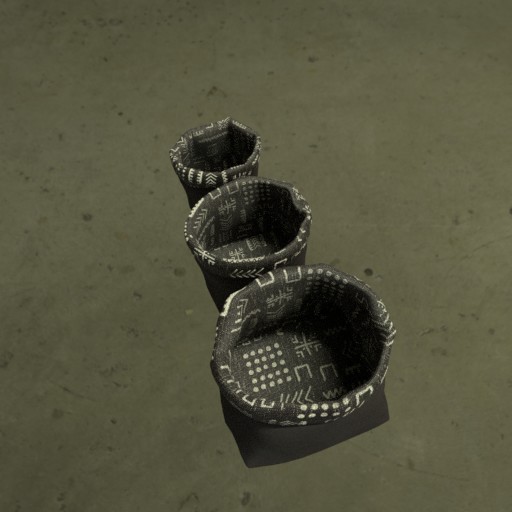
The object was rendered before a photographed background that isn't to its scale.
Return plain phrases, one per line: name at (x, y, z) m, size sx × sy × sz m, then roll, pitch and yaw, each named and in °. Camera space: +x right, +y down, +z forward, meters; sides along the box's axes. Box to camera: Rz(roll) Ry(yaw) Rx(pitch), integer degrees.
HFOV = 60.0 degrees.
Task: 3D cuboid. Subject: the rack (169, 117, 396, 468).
rack at (0.000, 0.000, 1.103) m, size 0.379 × 0.323 × 0.905 m, roll -17°, pitch 60°, yaw -10°
